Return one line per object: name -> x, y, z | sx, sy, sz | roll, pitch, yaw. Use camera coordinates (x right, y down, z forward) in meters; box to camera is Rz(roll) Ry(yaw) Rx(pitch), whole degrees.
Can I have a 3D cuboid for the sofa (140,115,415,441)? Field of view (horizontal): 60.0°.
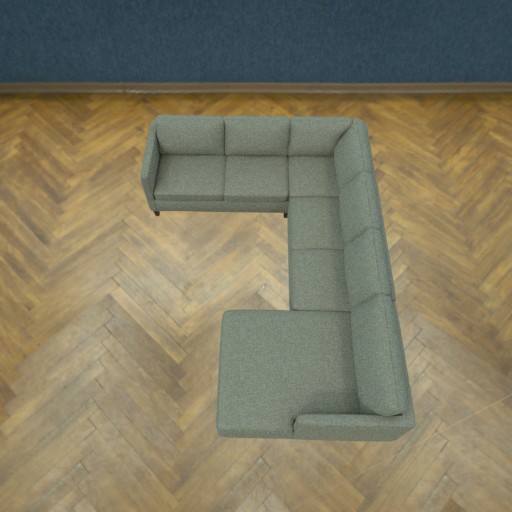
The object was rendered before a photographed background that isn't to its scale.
sofa -> 0.000, 0.000, 4.485 | 2.551, 0.889, 3.403 | 1, 58, 1
